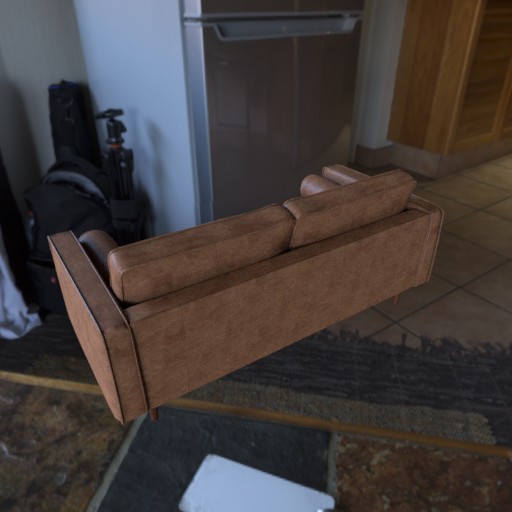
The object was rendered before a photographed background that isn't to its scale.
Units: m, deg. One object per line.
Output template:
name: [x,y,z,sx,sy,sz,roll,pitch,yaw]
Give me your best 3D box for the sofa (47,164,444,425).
sofa: [0.000,0.000,2.413,1.920,0.825,0.924,-19,36,-28]
